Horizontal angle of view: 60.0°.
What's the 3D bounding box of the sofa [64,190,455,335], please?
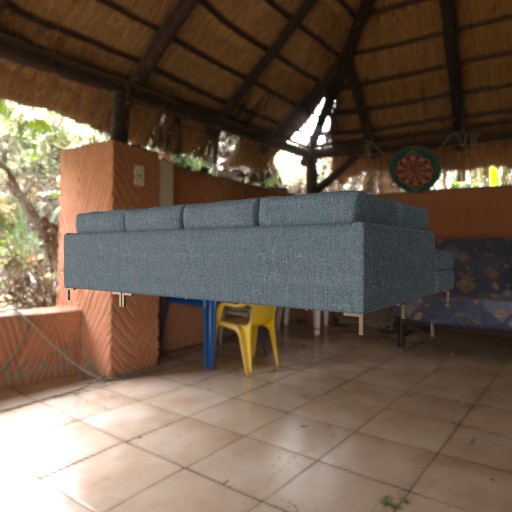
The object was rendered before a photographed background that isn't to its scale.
[{"bbox_3d":[0.000,0.000,3.725,2.737,0.753,1.879,1,1,36],"label":"sofa"}]
